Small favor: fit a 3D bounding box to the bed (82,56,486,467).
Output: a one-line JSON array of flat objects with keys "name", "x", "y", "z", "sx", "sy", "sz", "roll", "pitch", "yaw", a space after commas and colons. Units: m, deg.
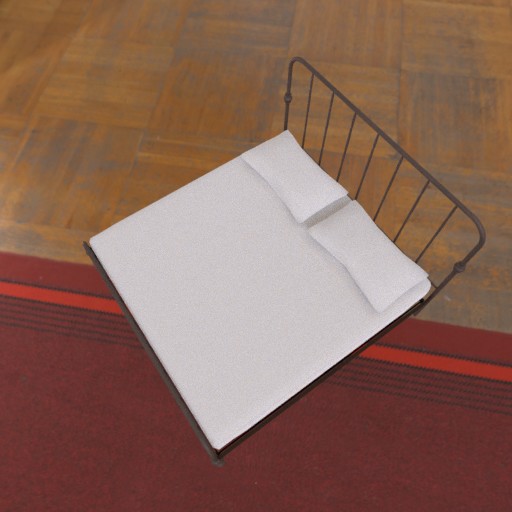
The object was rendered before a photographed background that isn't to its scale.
[{"name": "bed", "x": 0.000, "y": 0.000, "z": 3.378, "sx": 2.134, "sy": 1.446, "sz": 2.044, "roll": -32, "pitch": 67, "yaw": -15}]
